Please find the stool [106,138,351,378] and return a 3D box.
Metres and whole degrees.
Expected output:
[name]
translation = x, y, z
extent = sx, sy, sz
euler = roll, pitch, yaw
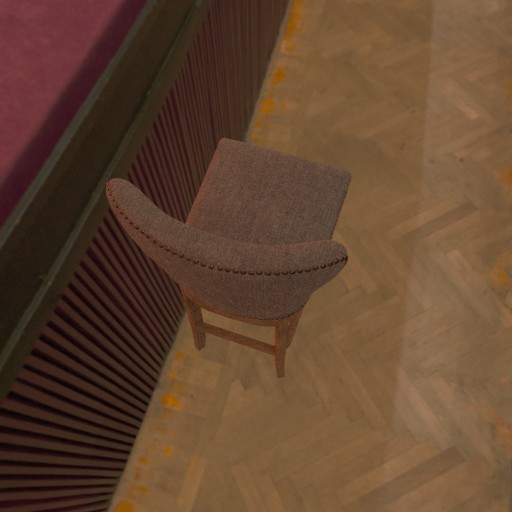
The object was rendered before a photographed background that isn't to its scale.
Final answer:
[stool]
translation = 0.000, 0.000, 1.408
extent = 0.494, 1.123, 0.606
euler = 17, 65, 8
